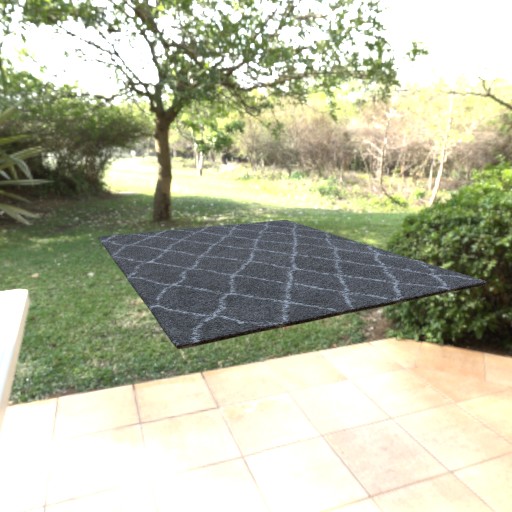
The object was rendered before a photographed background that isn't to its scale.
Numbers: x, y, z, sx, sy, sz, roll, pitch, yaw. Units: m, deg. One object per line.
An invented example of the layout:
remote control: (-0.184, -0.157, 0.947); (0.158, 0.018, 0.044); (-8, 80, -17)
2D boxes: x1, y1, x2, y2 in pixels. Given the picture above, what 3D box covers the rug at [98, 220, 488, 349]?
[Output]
rug: (0.000, 0.000, 4.153); (2.438, 0.029, 3.047); (-7, 16, -26)
